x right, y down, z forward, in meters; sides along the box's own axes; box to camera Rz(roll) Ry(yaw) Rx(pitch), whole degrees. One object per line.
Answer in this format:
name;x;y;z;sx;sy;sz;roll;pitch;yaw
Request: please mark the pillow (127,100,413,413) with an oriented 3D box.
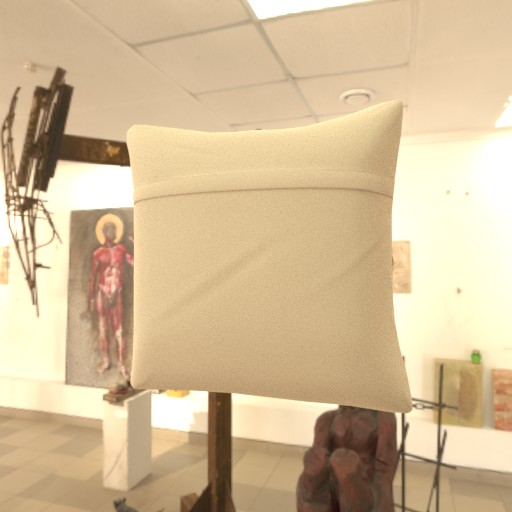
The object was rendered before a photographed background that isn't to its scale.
pillow;0.000;0.000;0.729;0.484;0.470;0.192;0;-1;18
